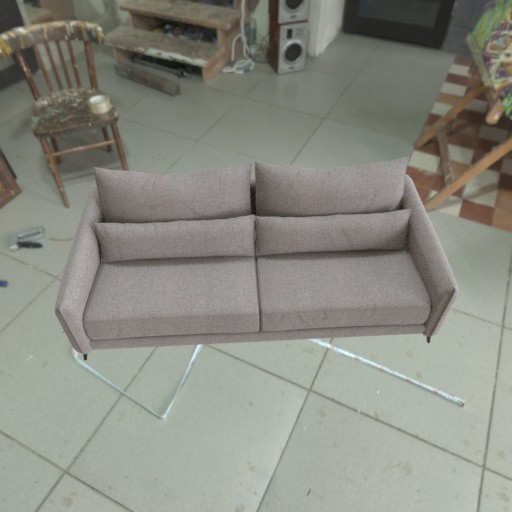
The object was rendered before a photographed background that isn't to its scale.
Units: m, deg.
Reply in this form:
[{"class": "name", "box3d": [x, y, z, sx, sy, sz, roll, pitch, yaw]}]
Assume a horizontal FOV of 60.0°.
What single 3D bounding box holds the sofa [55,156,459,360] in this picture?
[{"class": "sofa", "box3d": [0.000, 0.000, 2.480, 2.022, 0.833, 0.809, -2, 47, -2]}]
